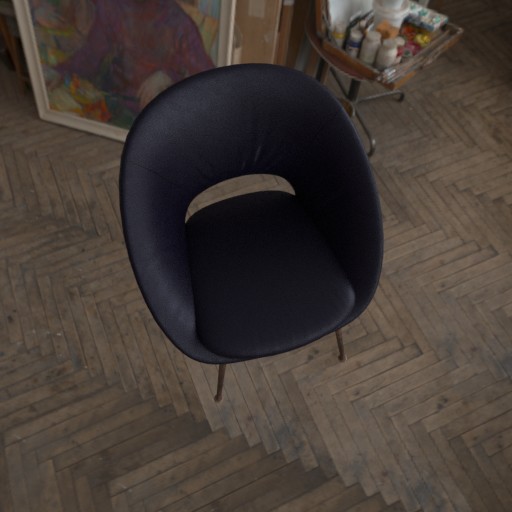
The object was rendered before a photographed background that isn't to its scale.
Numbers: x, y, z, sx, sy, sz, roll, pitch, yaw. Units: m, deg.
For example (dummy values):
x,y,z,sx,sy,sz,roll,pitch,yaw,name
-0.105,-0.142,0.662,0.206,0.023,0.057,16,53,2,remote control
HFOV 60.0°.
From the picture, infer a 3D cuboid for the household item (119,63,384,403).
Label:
x,y,z,sx,sy,sz,roll,pitch,yaw,name
0.000,0.000,1.249,0.623,0.852,0.573,-16,64,-8,household item
